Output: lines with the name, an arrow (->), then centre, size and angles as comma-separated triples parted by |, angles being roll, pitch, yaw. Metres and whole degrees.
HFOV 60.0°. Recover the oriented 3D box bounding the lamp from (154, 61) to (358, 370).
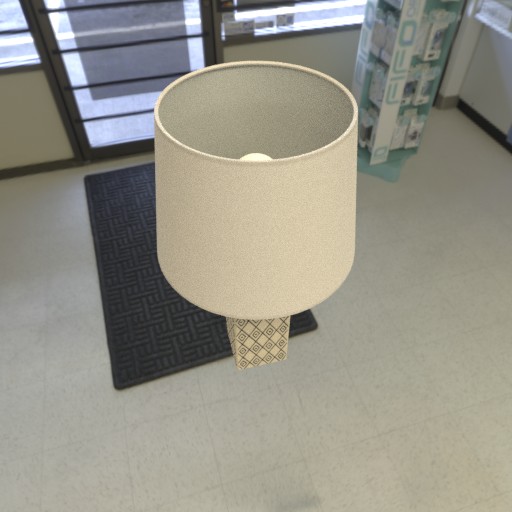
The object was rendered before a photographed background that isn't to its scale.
lamp -> 0.000, 0.000, 0.593 | 0.251, 0.435, 0.251 | 0, 47, 0
